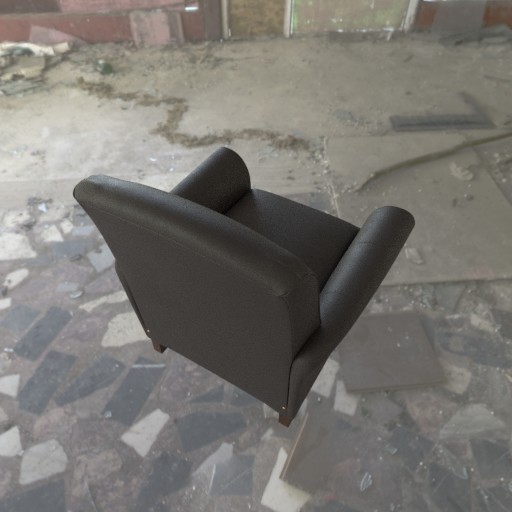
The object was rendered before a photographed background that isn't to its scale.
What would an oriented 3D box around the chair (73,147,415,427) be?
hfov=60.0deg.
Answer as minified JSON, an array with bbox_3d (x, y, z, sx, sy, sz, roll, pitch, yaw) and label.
[{"bbox_3d":[0.000,0.000,1.756,0.978,1.061,0.902,24,51,21],"label":"chair"}]
